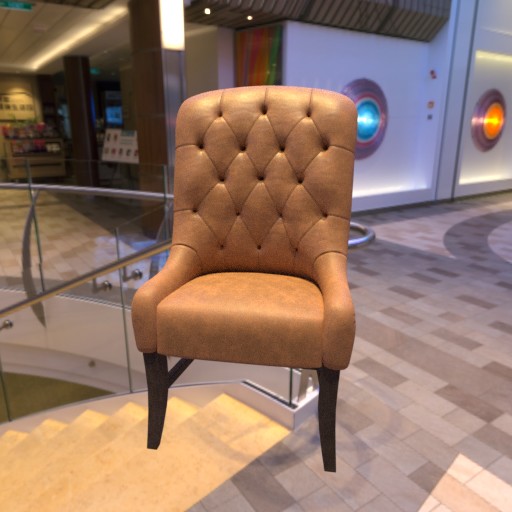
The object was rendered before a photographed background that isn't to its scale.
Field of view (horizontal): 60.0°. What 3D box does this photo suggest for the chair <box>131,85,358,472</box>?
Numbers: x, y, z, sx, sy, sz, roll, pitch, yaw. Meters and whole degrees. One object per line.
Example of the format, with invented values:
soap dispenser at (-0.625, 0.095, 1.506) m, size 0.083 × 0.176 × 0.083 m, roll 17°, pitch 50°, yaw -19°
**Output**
chair at (0.000, 0.000, 1.460) m, size 0.634 × 1.091 × 0.629 m, roll 3°, pitch 17°, yaw 9°
